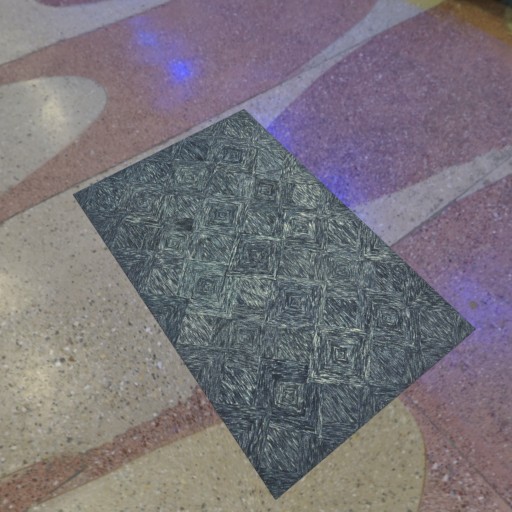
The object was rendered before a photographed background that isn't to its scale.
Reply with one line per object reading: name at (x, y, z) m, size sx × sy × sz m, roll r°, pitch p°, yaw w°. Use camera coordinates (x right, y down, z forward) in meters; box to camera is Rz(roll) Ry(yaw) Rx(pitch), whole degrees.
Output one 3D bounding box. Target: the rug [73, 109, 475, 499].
rug at (0.000, 0.000, 2.848) m, size 1.478 × 0.017 × 2.330 m, roll -32°, pitch 64°, yaw -18°
